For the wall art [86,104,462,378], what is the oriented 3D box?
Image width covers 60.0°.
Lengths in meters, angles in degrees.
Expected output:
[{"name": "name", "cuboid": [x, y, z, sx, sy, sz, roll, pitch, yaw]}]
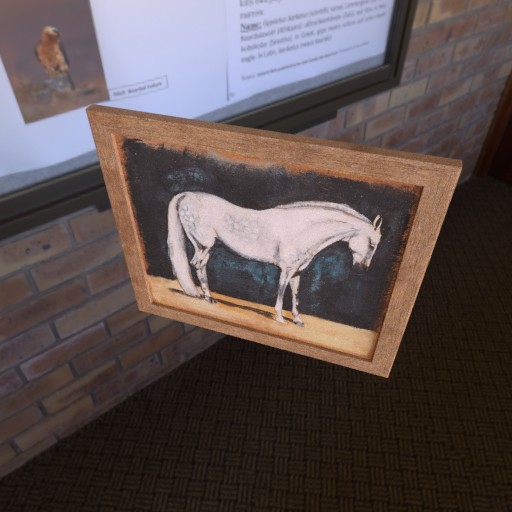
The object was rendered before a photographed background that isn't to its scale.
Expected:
[{"name": "wall art", "cuboid": [0.000, 0.000, 0.981, 0.690, 0.588, 0.026, 13, 43, 14]}]
